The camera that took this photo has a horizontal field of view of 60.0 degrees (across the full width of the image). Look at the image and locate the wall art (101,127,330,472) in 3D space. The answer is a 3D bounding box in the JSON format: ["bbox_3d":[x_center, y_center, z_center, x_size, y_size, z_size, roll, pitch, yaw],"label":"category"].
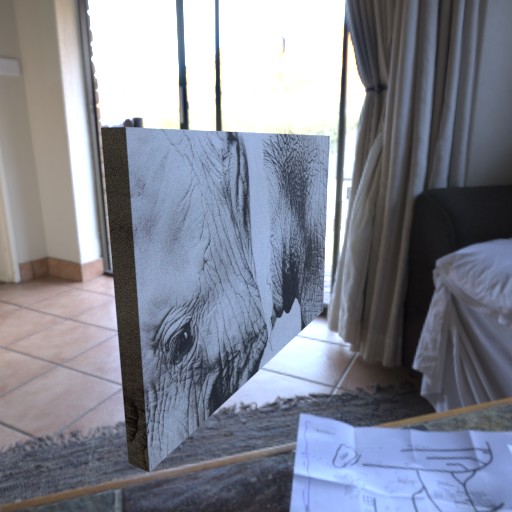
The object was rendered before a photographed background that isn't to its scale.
[{"bbox_3d":[0.000,0.000,0.762,0.035,0.407,0.613,8,16,27],"label":"wall art"}]
